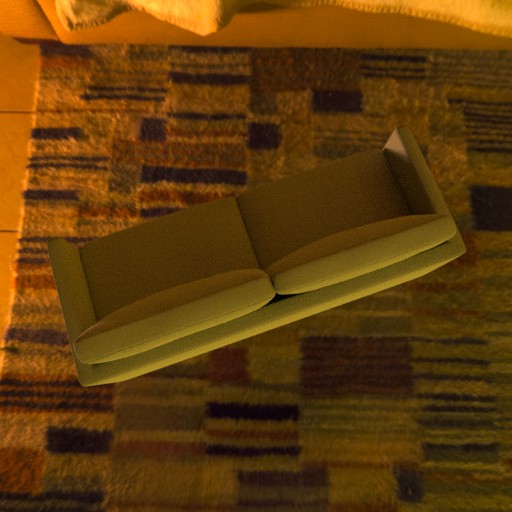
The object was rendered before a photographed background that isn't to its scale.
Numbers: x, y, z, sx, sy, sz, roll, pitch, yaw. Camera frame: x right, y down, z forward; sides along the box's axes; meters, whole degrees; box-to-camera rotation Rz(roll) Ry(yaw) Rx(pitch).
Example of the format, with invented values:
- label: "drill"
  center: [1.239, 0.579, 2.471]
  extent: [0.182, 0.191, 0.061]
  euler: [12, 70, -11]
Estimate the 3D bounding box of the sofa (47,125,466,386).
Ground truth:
- label: "sofa"
  center: [0.000, 0.000, 2.959]
  extent: [2.434, 0.965, 0.948]
  euler: [-19, 77, -4]
